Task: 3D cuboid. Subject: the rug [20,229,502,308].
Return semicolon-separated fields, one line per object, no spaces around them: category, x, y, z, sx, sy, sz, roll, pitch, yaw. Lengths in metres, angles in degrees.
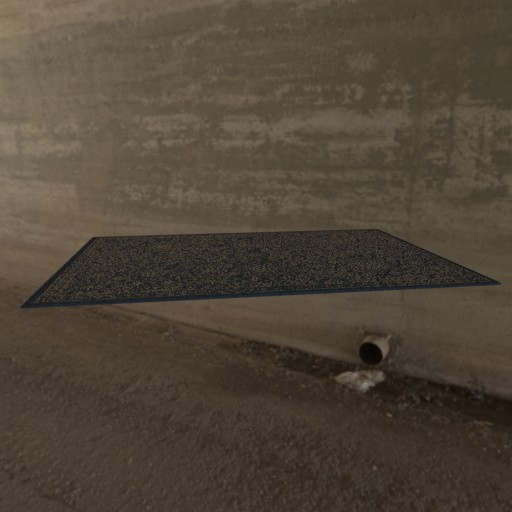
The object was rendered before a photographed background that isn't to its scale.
rug;0.000;0.000;2.240;1.829;0.010;1.219;-2;14;-8
